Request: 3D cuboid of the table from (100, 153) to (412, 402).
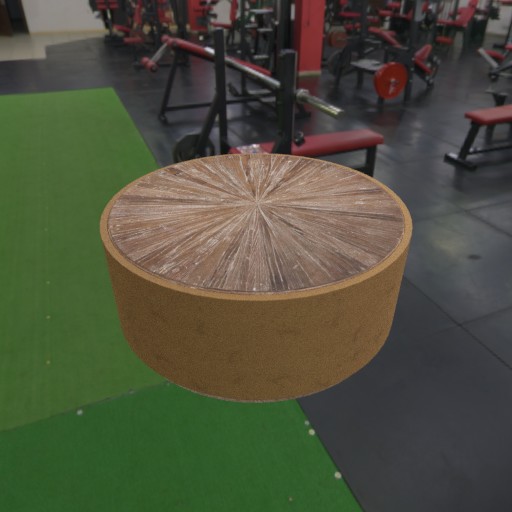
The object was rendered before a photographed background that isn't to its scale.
[{"bbox_3d":[0.000,0.000,1.587,1.001,0.409,1.001,0,33,0],"label":"table"}]
